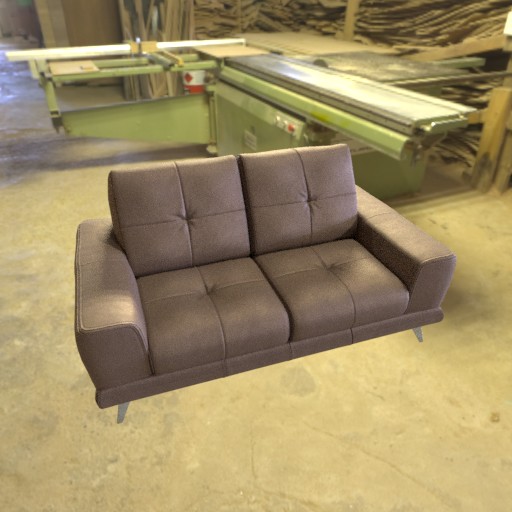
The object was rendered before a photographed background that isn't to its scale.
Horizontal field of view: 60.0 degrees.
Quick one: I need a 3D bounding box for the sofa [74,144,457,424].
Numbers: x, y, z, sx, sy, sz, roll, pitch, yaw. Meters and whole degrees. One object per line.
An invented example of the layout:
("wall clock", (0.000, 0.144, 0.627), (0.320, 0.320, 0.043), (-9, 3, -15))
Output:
("sofa", (0.000, 0.000, 2.348), (1.806, 0.907, 1.018), (-10, 33, -16))
